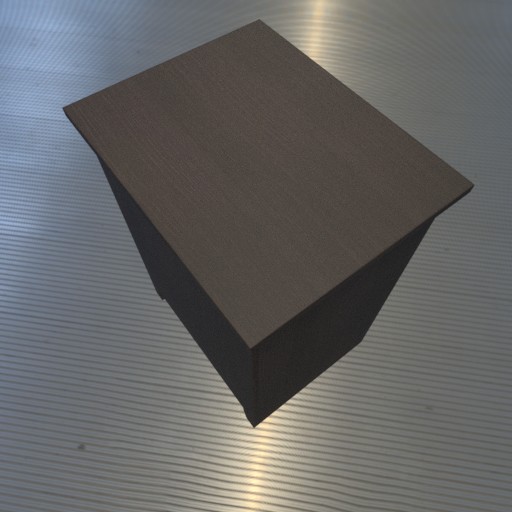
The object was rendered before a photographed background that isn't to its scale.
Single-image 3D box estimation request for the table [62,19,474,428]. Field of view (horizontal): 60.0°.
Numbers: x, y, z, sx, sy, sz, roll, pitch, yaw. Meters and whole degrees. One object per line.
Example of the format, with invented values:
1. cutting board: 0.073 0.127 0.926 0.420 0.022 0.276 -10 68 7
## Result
1. table: 0.000 0.000 0.912 0.381 0.635 0.480 -33 65 -18
